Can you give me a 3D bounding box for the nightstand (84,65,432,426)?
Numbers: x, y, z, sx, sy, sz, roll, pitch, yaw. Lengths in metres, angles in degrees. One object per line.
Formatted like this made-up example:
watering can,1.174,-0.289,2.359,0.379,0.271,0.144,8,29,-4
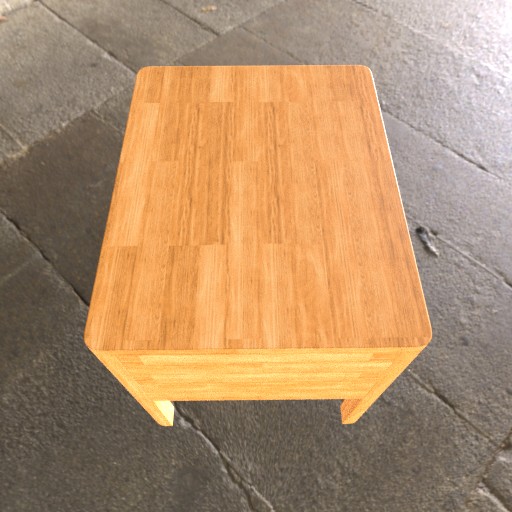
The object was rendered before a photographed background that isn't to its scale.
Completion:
nightstand,0.000,0.000,0.896,0.440,0.470,0.560,-1,58,0
